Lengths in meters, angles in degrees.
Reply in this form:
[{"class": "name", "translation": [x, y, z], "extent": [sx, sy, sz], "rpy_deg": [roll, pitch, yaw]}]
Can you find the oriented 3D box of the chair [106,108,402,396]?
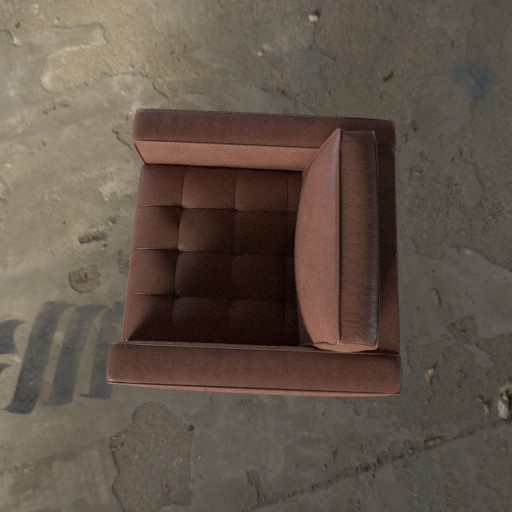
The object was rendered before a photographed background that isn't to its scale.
[{"class": "chair", "translation": [0.000, 0.000, 1.554], "extent": [0.900, 0.770, 0.920], "rpy_deg": [2, 78, 1]}]
